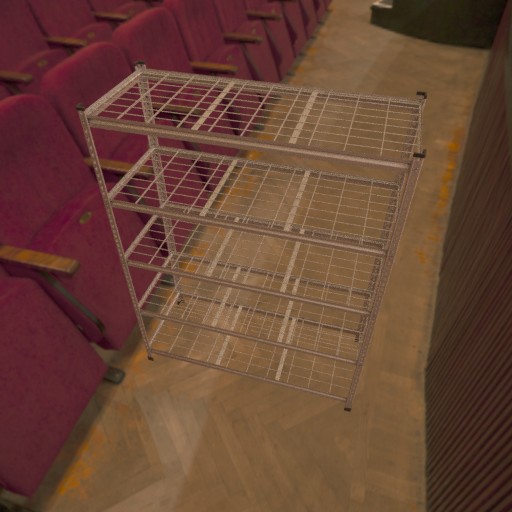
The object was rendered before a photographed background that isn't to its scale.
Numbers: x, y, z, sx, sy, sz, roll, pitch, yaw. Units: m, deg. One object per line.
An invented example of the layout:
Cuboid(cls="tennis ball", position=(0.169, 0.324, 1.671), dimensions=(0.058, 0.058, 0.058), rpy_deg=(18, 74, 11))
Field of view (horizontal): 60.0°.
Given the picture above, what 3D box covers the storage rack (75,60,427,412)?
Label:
Cuboid(cls="storage rack", position=(0.000, 0.000, 2.726), dimensions=(1.524, 1.981, 0.610), rpy_deg=(11, 44, 12))
